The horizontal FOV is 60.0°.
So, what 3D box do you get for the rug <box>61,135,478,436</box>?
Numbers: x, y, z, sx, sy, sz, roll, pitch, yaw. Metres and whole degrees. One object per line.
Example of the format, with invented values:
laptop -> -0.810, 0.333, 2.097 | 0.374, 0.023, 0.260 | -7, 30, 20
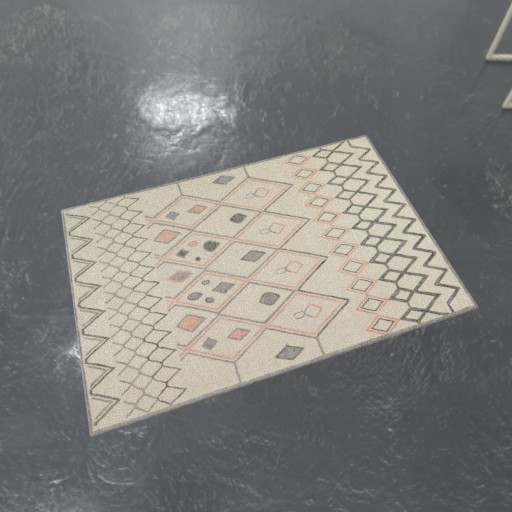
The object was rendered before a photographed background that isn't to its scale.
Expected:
rug -> 0.000, 0.000, 2.261 | 1.829, 0.016, 1.219 | -16, 60, -9
